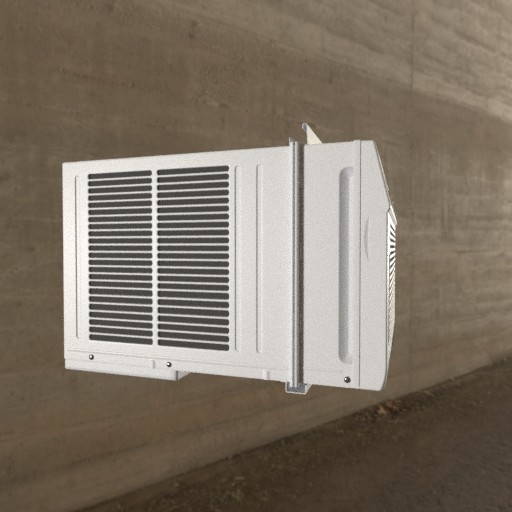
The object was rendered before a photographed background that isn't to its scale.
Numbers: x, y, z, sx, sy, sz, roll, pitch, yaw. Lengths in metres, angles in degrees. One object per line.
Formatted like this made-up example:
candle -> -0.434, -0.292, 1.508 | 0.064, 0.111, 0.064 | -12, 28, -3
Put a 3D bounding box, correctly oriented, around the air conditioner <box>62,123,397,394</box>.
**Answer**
air conditioner -> 0.000, 0.000, 0.907 | 0.546, 0.388, 0.503 | 0, 1, 18
